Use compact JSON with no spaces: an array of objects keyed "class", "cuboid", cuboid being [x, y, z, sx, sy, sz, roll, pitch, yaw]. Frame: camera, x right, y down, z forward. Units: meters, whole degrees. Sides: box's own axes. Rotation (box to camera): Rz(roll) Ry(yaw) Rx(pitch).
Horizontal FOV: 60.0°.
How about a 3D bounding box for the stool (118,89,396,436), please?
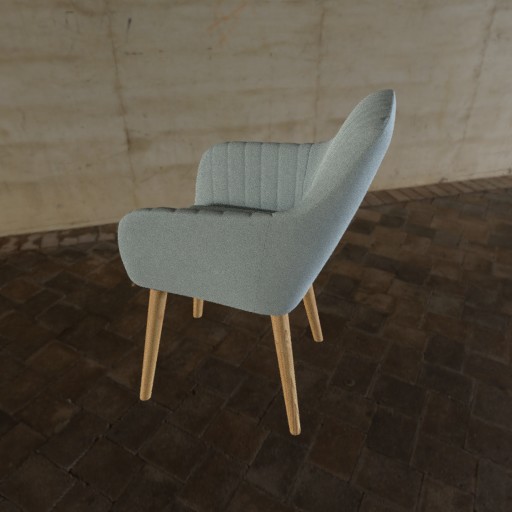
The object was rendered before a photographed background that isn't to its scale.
[{"class":"stool","cuboid":[0.000,0.000,1.168,0.590,0.830,0.503,8,32,14]}]
